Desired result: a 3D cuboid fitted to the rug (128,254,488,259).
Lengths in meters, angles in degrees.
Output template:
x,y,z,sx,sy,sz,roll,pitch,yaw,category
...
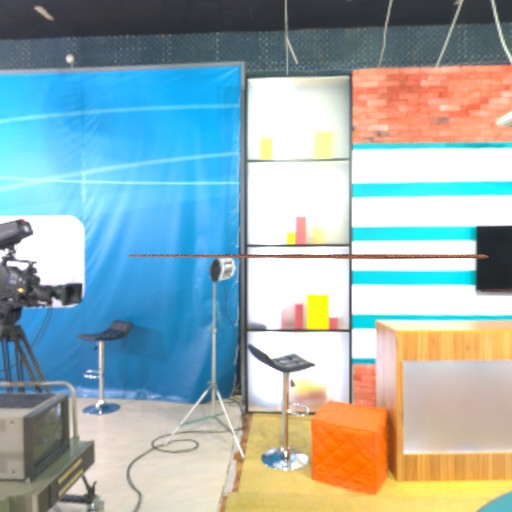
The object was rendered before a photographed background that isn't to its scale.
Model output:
x,y,z,sx,sy,sz,roll,pitch,yaw,category
0.000,0.000,2.497,0.651,0.016,2.274,0,0,-36,rug
